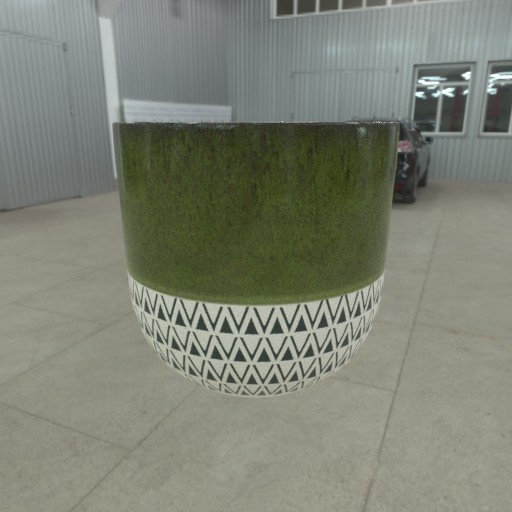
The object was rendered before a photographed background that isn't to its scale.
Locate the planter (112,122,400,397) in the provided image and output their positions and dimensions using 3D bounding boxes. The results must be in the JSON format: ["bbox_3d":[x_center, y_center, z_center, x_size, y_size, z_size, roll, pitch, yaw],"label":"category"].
[{"bbox_3d":[0.000,0.000,0.467,0.266,0.270,0.266,0,17,0],"label":"planter"}]
